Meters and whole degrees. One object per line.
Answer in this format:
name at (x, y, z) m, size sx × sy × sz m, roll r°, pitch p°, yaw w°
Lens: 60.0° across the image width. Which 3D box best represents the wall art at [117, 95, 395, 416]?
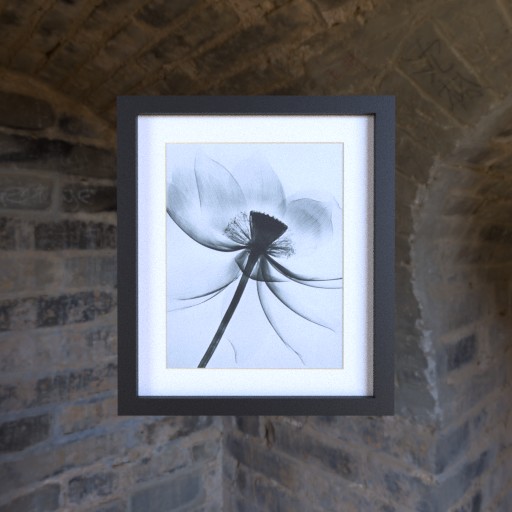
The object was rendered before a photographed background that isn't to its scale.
wall art at (0.000, 0.000, 0.542) m, size 0.330 × 0.381 × 0.029 m, roll 0°, pitch 0°, yaw 0°
